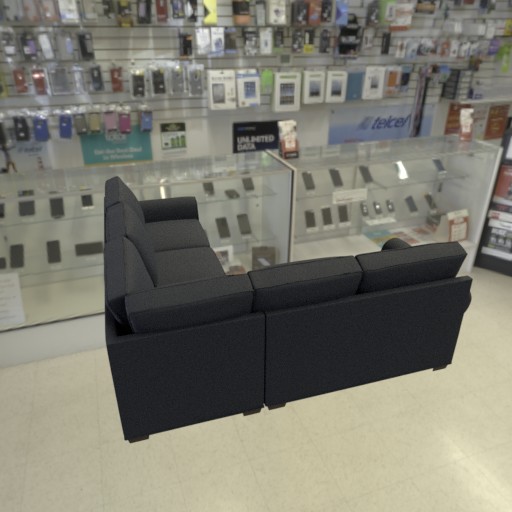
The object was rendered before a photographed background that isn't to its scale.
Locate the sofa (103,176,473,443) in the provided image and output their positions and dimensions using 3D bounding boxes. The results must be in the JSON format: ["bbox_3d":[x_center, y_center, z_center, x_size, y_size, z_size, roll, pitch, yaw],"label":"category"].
[{"bbox_3d":[0.000,0.000,3.916,2.487,1.042,2.562,-8,28,-15],"label":"sofa"}]
